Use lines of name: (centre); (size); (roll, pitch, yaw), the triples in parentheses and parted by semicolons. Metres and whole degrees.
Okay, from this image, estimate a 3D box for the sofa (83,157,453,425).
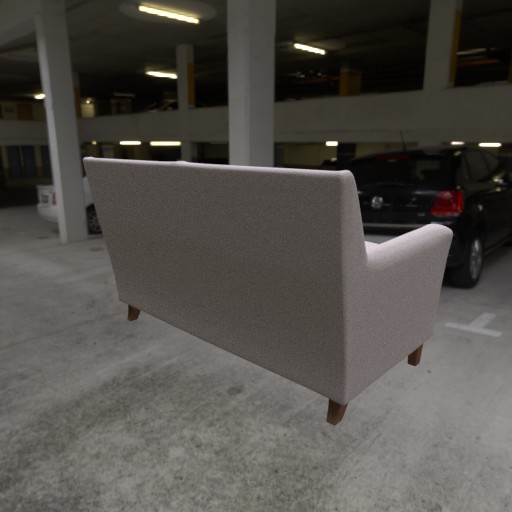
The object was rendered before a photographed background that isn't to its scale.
sofa: (0.000, 0.000, 2.062); (1.482, 0.890, 0.888); (14, 20, 42)
